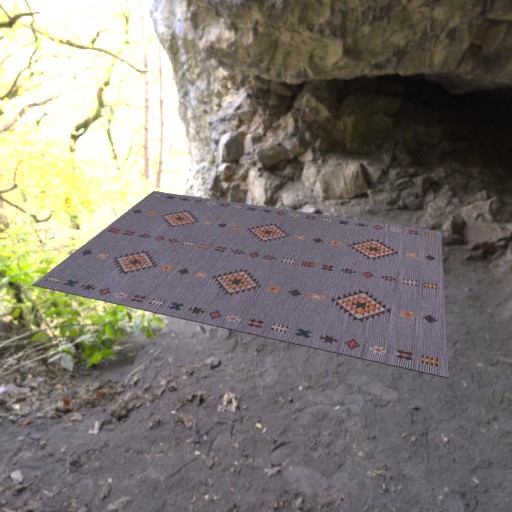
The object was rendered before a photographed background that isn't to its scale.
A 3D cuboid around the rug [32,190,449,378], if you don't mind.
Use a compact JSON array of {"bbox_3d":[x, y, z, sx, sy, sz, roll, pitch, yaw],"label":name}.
[{"bbox_3d":[0.000,0.000,3.036,2.427,0.007,1.515,10,33,15],"label":"rug"}]
